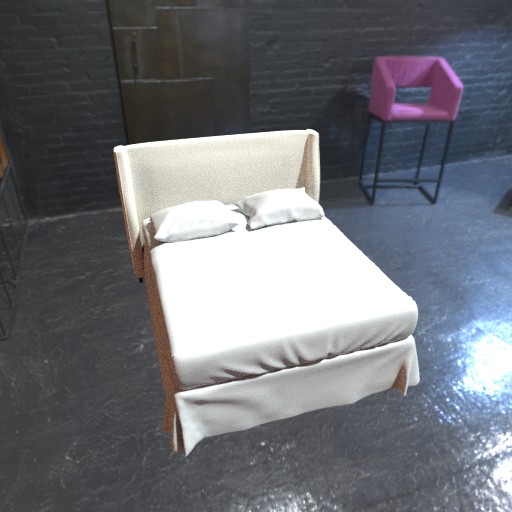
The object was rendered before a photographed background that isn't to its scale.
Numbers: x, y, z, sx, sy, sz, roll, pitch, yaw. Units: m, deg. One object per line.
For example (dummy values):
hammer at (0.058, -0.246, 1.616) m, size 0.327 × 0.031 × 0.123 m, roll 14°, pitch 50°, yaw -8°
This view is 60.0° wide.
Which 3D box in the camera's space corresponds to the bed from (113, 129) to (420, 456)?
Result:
bed at (0.000, 0.000, 3.531) m, size 1.925 × 1.332 × 2.276 m, roll -9°, pitch 32°, yaw -15°
